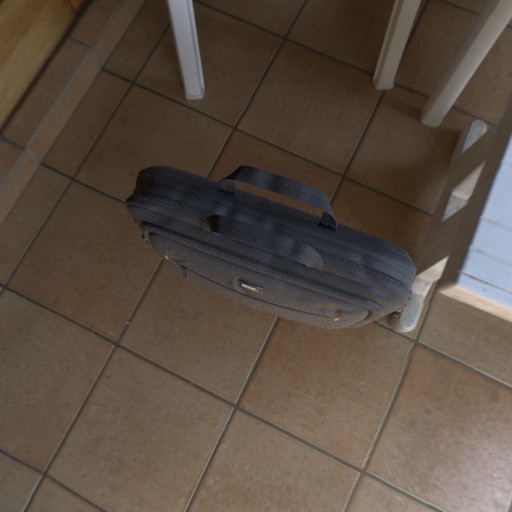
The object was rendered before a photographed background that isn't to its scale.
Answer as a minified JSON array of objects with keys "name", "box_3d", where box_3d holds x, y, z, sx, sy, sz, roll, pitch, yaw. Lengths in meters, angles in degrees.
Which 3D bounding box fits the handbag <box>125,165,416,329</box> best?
[{"name":"handbag","box_3d":[0.000,0.000,0.442,0.320,0.244,0.089,19,77,5]}]
